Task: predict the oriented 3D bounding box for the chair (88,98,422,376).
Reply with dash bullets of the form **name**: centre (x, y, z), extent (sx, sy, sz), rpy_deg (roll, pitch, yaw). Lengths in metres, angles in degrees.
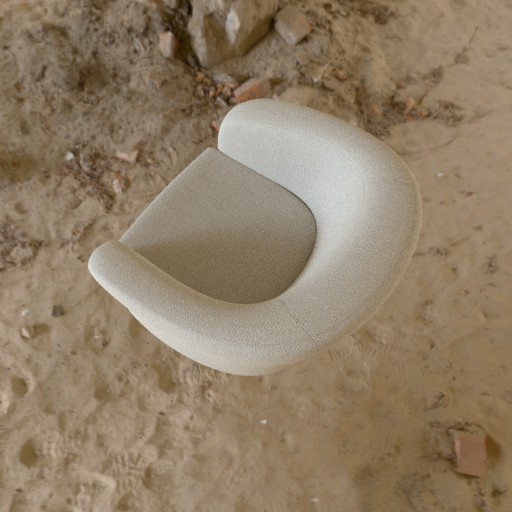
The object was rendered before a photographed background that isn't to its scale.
- **chair**: centre (0.000, 0.000, 1.442), extent (0.815, 0.771, 0.791), rpy_deg (32, 68, 15)
